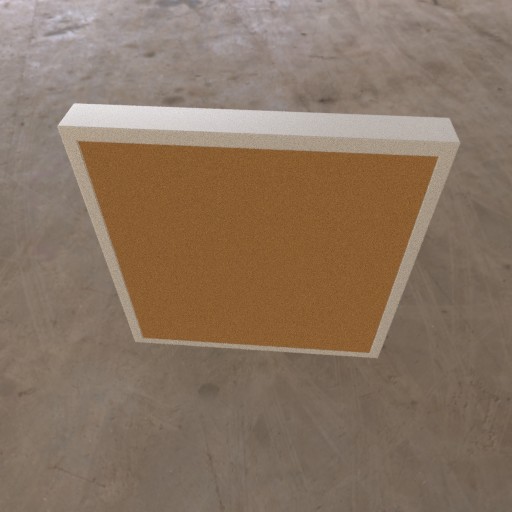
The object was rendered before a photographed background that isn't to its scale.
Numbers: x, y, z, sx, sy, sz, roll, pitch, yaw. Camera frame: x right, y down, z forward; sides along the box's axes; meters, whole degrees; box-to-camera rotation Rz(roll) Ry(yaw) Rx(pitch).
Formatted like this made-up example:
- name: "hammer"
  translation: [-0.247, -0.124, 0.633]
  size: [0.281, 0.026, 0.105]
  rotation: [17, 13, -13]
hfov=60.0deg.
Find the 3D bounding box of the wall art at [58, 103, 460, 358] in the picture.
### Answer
- name: "wall art"
  translation: [0.000, 0.000, 0.457]
  size: [0.305, 0.305, 0.037]
  rotation: [3, 47, 3]
